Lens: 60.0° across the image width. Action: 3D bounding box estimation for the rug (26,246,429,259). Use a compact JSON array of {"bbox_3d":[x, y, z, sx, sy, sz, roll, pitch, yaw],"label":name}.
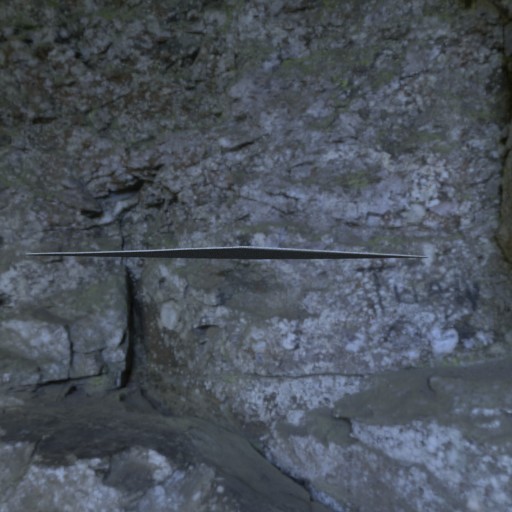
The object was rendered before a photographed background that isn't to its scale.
[{"bbox_3d":[0.000,0.000,5.135,2.782,0.025,3.935,-1,-2,37],"label":"rug"}]
